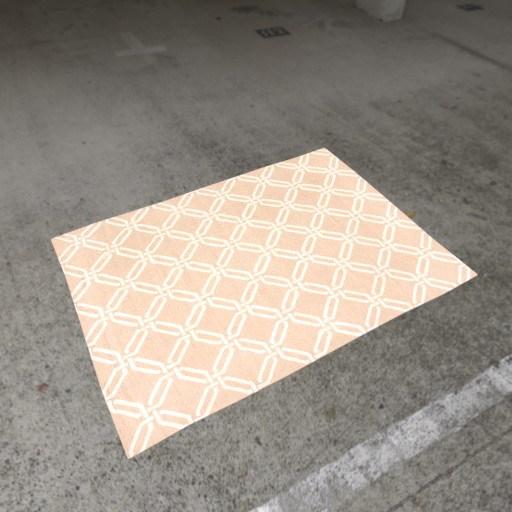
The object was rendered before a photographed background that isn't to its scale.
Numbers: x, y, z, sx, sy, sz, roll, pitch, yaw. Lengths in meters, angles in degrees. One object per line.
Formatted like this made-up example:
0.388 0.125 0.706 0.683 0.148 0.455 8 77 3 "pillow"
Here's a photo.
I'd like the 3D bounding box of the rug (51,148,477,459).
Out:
0.000 0.000 4.257 3.365 0.020 2.452 -22 50 -20 "rug"
